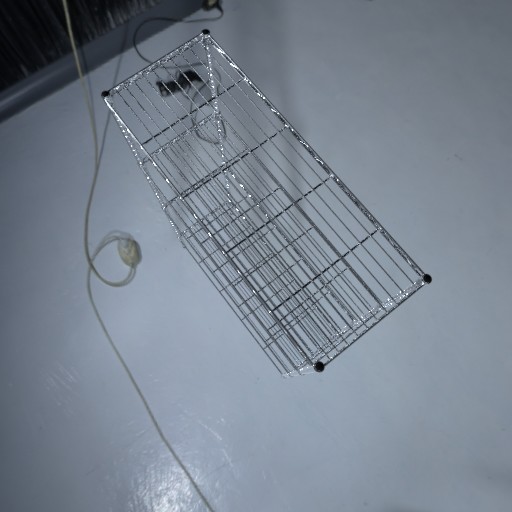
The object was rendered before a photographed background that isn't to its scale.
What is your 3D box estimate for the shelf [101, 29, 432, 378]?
[{"bbox_3d":[0.000,0.000,1.754,0.352,1.360,0.907,-36,77,-10],"label":"shelf"}]
